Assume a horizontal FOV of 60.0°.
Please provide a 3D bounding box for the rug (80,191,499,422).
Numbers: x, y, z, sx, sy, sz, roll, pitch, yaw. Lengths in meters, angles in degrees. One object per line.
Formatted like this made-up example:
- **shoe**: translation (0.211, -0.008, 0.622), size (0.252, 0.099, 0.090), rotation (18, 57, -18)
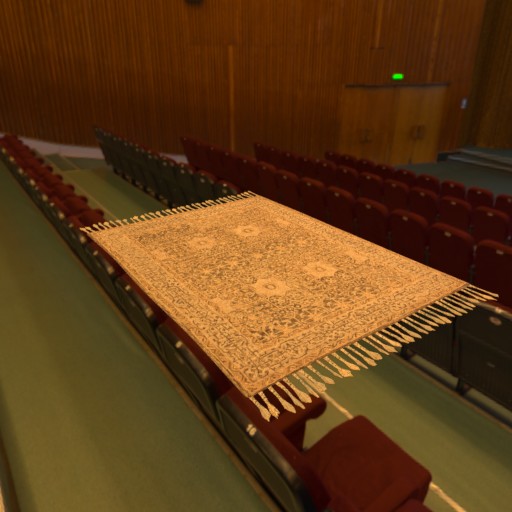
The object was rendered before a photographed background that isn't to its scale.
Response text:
- **rug**: translation (0.000, 0.000, 2.952), size (1.619, 0.023, 2.465), rotation (-17, 30, -32)
